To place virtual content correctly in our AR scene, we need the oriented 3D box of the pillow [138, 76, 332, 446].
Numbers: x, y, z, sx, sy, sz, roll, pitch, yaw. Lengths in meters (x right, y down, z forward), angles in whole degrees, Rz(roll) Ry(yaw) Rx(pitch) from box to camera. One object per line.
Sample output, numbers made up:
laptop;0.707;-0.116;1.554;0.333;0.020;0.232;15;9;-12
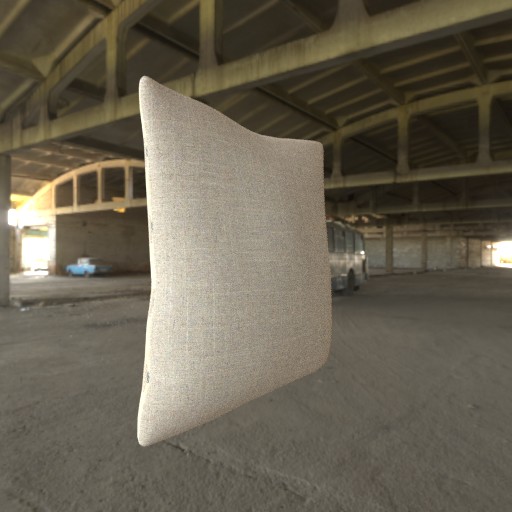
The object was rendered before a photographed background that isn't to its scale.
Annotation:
pillow;0.000;0.000;0.876;0.192;0.558;0.578;0;0;36
